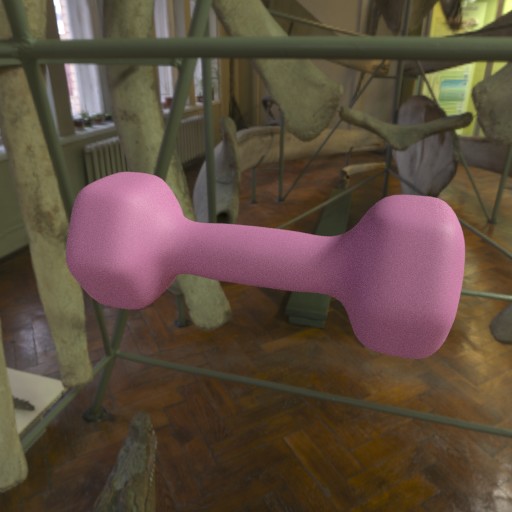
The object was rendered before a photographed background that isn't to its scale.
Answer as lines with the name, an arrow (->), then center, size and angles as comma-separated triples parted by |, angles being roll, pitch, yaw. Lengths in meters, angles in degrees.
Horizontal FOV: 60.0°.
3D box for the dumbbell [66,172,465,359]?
dumbbell -> 0.000, 0.000, 0.188 | 0.159, 0.058, 0.064 | 8, 26, 16
